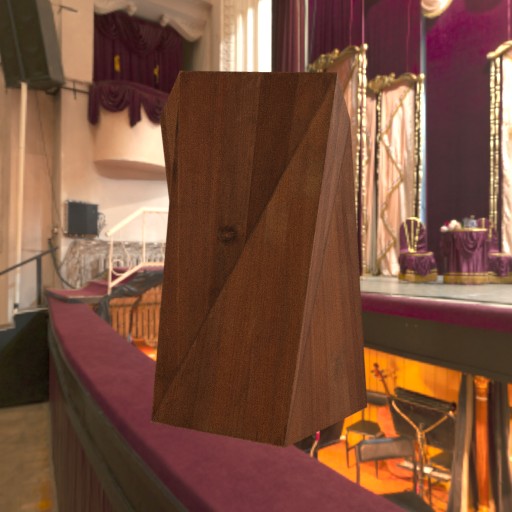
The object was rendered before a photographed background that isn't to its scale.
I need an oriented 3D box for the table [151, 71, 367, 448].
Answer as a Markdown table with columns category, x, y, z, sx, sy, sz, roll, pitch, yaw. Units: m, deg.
| category | x | y | z | sx | sy | sz | roll | pitch | yaw |
| --- | --- | --- | --- | --- | --- | --- | --- | --- | --- |
| table | 0.000 | 0.000 | 0.904 | 0.425 | 0.604 | 0.441 | 0 | -1 | -36 |
